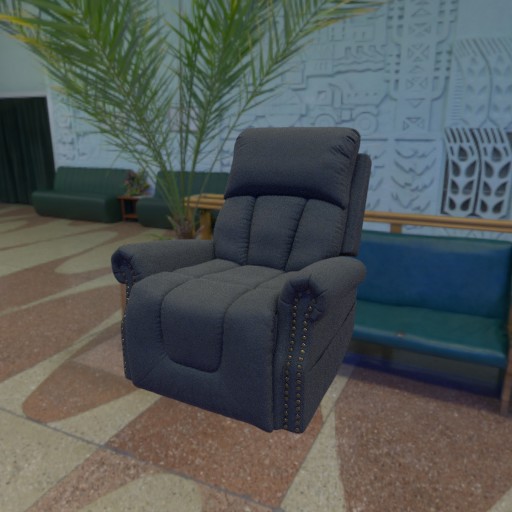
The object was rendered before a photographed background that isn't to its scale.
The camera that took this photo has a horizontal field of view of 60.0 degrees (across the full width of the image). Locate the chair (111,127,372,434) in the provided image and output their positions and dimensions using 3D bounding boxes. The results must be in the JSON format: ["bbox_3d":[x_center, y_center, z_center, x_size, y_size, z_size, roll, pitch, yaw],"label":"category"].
[{"bbox_3d":[0.000,0.000,1.821,0.871,1.031,0.979,8,17,26],"label":"chair"}]
